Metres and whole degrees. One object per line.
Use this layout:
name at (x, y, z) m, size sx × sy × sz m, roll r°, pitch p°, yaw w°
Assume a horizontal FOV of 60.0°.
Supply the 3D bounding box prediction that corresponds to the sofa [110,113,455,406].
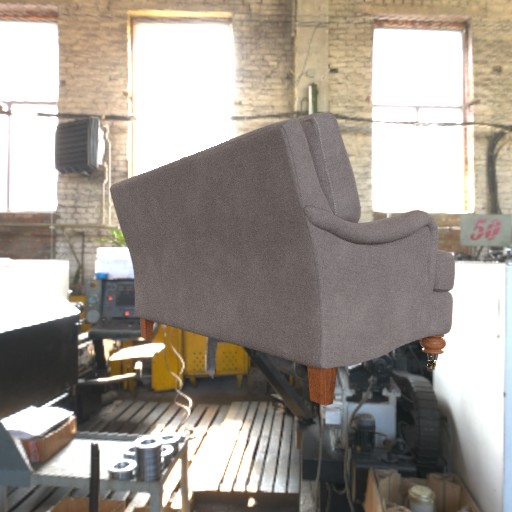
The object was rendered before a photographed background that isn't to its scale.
sofa at (0.000, 0.000, 2.511) m, size 1.084 × 1.101 × 1.853 m, roll 0°, pitch 0°, yaw -37°
